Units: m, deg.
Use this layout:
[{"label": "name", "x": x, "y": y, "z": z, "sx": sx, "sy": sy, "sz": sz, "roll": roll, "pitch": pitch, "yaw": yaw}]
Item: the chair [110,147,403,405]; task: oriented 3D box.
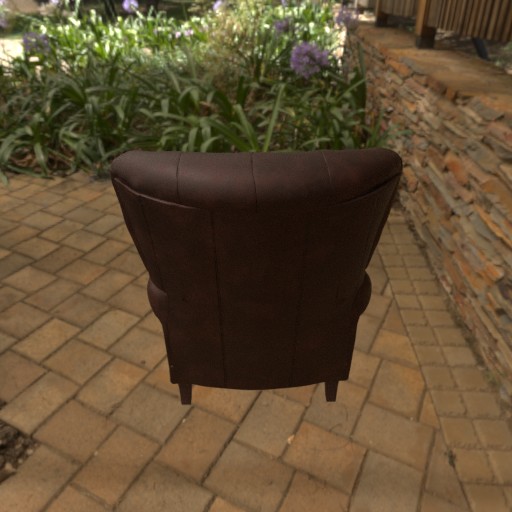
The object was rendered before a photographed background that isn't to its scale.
[{"label": "chair", "x": 0.000, "y": 0.000, "z": 1.925, "sx": 0.948, "sy": 1.158, "sz": 1.058, "roll": -1, "pitch": 31, "yaw": -1}]
